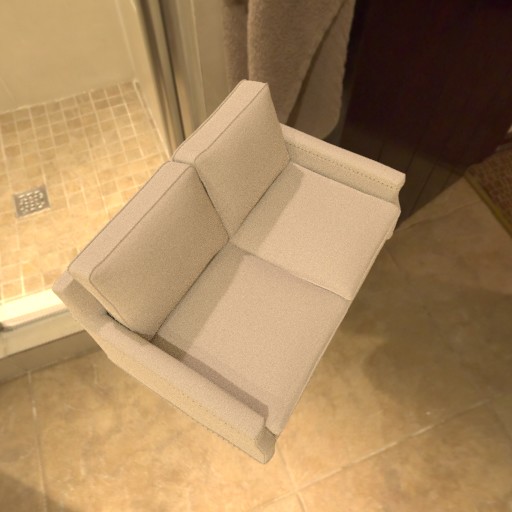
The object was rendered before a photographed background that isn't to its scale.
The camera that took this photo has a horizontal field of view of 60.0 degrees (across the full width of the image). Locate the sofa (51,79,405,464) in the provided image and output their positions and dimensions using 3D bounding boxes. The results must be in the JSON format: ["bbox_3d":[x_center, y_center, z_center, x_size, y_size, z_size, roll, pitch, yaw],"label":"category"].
[{"bbox_3d":[0.000,0.000,2.293,1.084,1.003,1.597,28,63,16],"label":"sofa"}]
